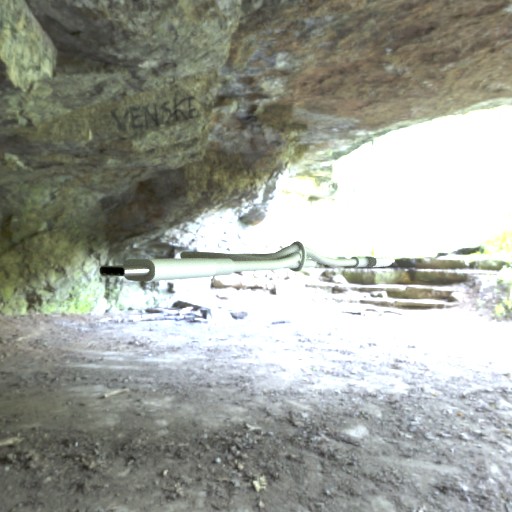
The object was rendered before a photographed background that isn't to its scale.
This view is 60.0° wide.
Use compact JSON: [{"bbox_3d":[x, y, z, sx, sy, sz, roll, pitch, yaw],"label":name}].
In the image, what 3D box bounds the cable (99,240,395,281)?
[{"bbox_3d":[0.000,0.000,0.216,0.070,0.014,0.203,0,0,36],"label":"cable"}]
